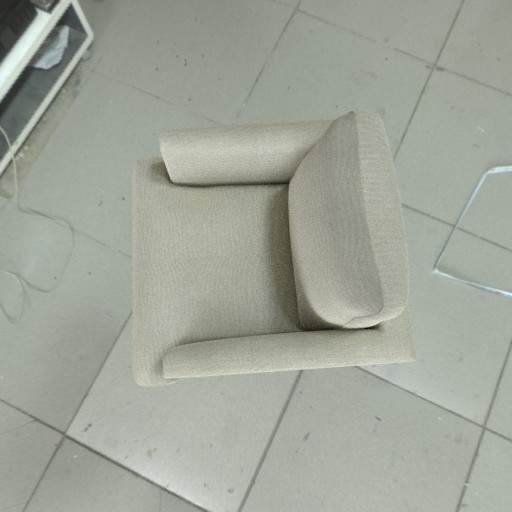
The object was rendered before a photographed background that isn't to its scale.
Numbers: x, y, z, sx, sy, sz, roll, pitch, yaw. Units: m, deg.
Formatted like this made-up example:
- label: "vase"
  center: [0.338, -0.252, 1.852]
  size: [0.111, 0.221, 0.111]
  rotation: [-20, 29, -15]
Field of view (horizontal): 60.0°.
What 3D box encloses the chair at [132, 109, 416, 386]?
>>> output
- label: "chair"
  center: [0.000, 0.000, 1.602]
  size: [0.899, 0.957, 0.858]
  rotation: [-4, 76, -1]
